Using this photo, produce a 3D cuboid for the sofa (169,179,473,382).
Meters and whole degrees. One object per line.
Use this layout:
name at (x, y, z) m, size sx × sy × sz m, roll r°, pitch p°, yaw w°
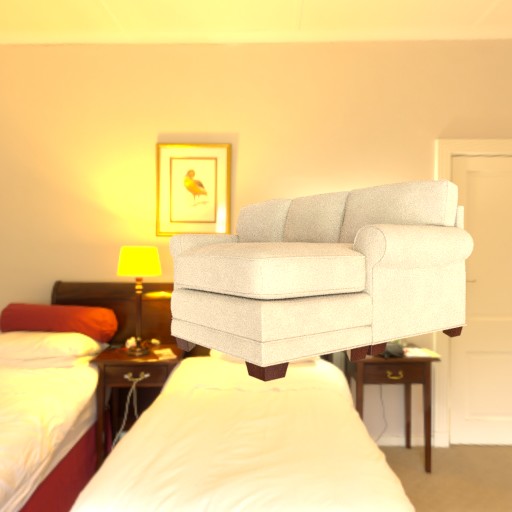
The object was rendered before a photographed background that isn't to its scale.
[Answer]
sofa at (0.000, 0.000, 2.348) m, size 1.226 × 0.734 × 1.770 m, roll -1°, pitch 1°, yaw -37°
